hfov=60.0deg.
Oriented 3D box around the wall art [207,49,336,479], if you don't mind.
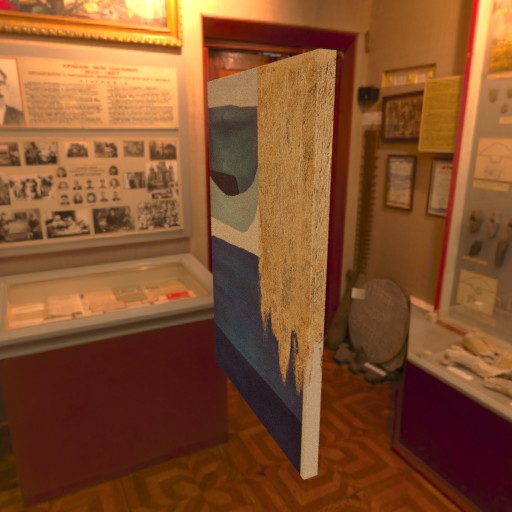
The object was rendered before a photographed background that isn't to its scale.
[{"bbox_3d":[0.000,0.000,1.170,0.039,0.911,0.607,-7,17,-24],"label":"wall art"}]
